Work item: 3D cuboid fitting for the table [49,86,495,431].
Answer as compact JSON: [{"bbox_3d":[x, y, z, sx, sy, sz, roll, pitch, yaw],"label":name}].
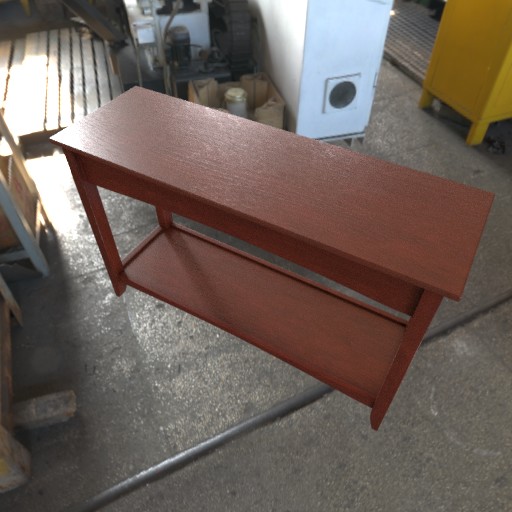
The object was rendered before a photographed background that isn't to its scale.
[{"bbox_3d":[0.000,0.000,1.486,1.188,0.739,0.392,23,51,20],"label":"table"}]
